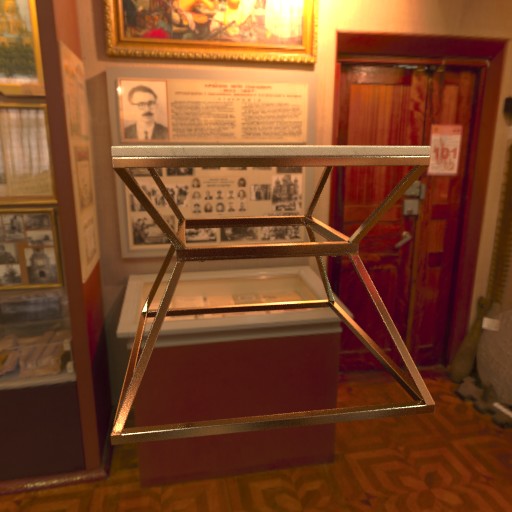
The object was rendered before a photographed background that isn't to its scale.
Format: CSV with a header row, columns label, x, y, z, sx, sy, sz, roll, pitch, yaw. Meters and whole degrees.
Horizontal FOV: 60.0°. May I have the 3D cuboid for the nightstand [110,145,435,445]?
label,x,y,z,sx,sy,sz,roll,pitch,yaw
nightstand,0.000,0.000,0.884,0.513,0.426,0.514,-2,14,-9
